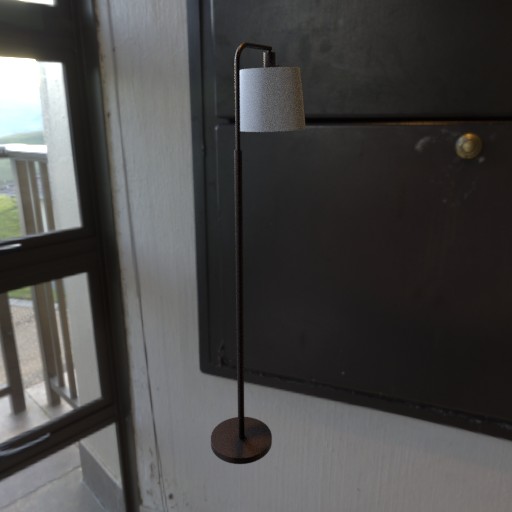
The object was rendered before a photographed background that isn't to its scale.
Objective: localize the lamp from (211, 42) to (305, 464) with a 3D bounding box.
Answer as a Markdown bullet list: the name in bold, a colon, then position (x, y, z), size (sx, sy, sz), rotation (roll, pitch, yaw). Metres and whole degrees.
- **lamp**: position (0.000, 0.000, 1.672), size (0.254, 1.478, 0.508), rotation (8, 18, 25)
